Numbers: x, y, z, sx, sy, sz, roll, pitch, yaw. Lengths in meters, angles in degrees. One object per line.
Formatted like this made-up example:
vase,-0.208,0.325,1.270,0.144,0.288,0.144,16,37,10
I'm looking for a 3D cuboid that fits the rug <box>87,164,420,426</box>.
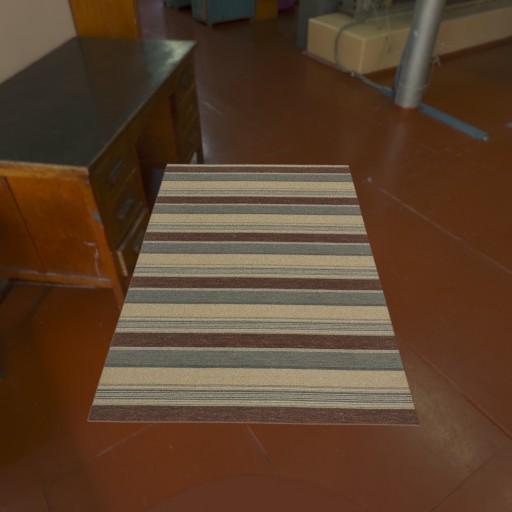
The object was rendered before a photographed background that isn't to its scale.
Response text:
rug,0.000,0.000,2.296,1.219,0.008,1.829,0,42,1
